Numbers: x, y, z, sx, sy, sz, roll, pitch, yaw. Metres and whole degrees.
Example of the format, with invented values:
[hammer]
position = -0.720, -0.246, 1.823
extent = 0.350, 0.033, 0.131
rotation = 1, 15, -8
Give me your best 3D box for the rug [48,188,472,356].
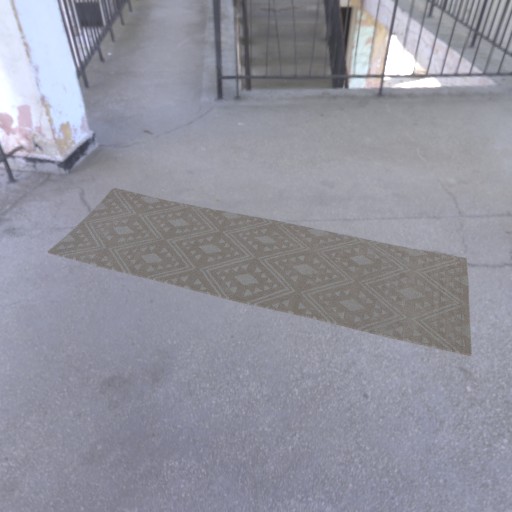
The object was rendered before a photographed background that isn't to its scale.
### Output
[rug]
position = 0.000, 0.000, 2.705
extent = 2.452, 0.051, 0.752
rotation = 12, 43, 13
